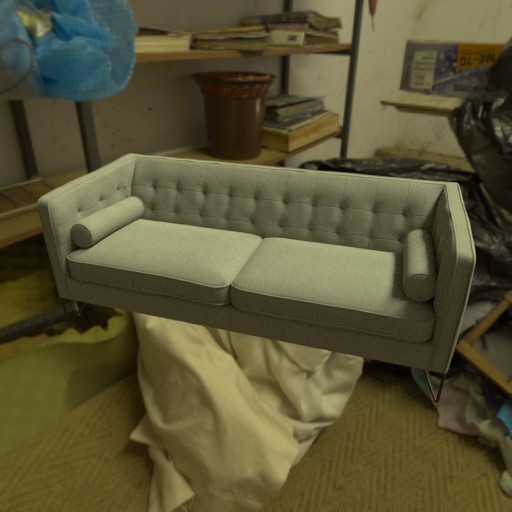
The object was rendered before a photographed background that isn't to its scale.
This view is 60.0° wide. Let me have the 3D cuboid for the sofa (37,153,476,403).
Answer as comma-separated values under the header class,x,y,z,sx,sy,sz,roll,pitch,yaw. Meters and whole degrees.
class,x,y,z,sx,sy,sz,roll,pitch,yaw
sofa,0.000,0.000,2.506,2.079,0.798,0.912,8,29,15
